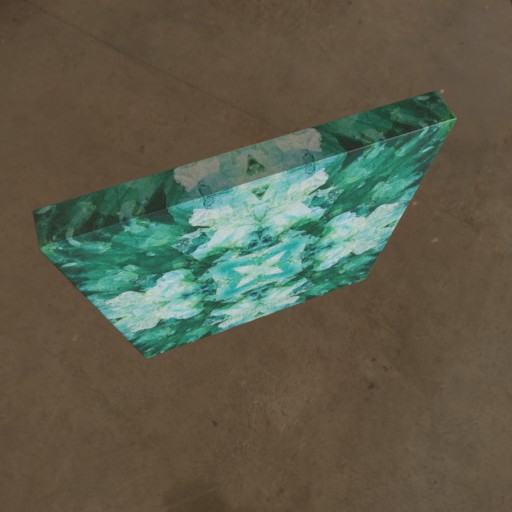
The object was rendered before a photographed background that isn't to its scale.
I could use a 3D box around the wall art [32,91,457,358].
[{"bbox_3d":[0.000,0.000,0.457,0.313,0.313,0.033,-19,66,-9],"label":"wall art"}]
